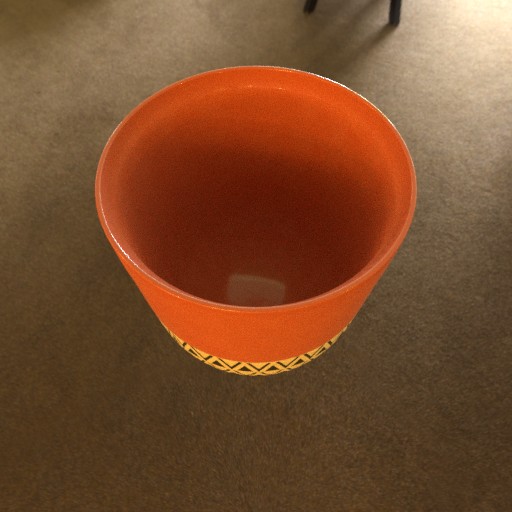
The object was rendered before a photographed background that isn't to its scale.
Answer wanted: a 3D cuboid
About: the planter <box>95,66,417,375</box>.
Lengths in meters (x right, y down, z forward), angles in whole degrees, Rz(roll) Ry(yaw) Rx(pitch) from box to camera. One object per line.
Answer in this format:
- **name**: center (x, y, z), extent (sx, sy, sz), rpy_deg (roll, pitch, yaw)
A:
- **planter**: center (0.000, 0.000, 0.363), extent (0.195, 0.214, 0.195), rpy_deg (0, 59, 0)
